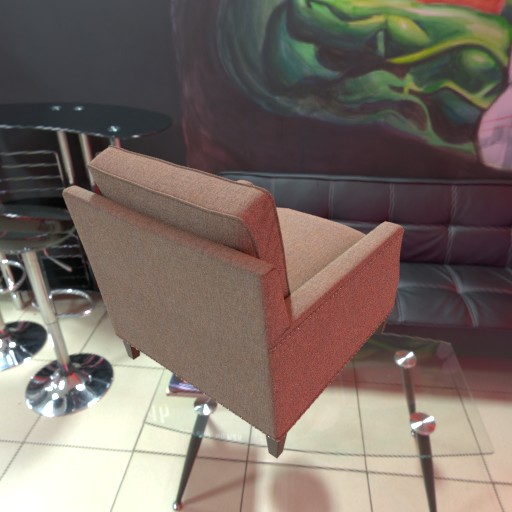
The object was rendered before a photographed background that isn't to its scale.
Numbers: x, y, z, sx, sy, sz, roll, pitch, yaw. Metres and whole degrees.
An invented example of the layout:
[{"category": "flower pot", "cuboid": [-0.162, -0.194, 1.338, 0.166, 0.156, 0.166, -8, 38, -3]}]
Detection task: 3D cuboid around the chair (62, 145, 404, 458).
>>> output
[{"category": "chair", "cuboid": [0.000, 0.000, 1.741, 0.853, 0.943, 1.014, 22, 37, 32]}]
